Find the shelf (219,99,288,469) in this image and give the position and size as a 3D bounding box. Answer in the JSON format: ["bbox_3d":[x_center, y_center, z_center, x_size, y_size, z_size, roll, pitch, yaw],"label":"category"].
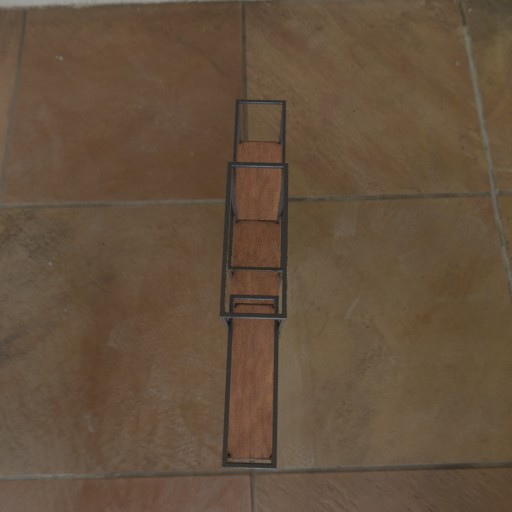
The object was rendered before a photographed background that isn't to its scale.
[{"bbox_3d":[0.000,0.000,2.130,0.275,0.972,1.781,2,74,0],"label":"shelf"}]
